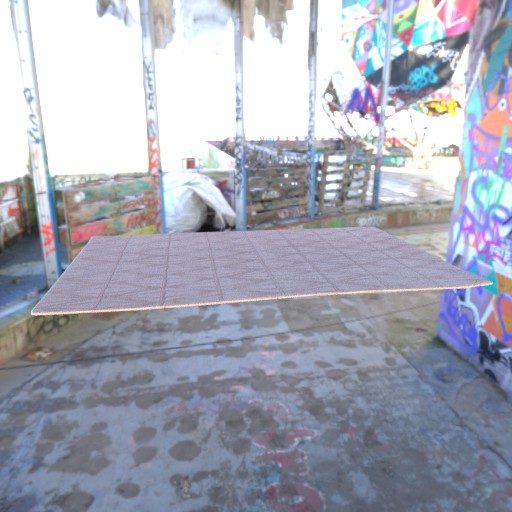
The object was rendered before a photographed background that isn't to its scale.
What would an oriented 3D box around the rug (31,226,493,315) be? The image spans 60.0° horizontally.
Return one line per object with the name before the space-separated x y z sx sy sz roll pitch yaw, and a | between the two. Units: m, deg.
rug | 0.000 0.000 2.293 1.837 0.025 1.230 -3 16 -9
